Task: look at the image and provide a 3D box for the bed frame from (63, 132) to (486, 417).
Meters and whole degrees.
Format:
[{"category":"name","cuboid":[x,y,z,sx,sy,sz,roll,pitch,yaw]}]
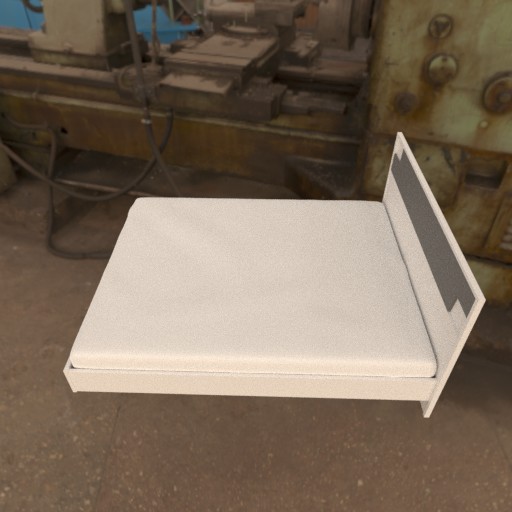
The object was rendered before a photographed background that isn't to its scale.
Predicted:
[{"category":"bed frame","cuboid":[0.000,0.000,2.973,2.100,1.001,1.711,1,41,1]}]
